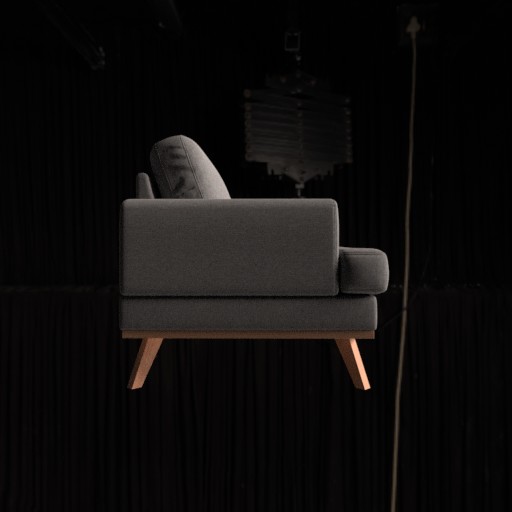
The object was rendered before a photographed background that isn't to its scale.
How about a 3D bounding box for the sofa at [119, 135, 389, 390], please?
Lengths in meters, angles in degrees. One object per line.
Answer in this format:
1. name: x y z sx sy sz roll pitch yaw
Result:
1. sofa: 0.000 0.000 2.080 0.785 0.810 1.650 0 -1 1
